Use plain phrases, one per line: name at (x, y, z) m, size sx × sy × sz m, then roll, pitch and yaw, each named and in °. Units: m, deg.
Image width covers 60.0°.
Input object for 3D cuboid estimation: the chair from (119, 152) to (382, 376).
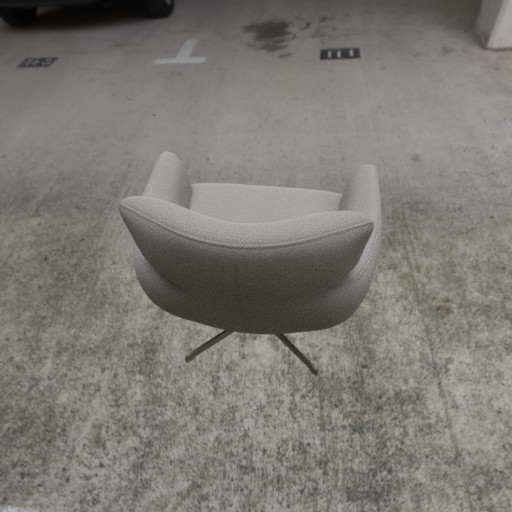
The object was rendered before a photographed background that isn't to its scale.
chair at (0.000, 0.000, 1.392) m, size 0.760 × 0.810 × 0.730 m, roll 5°, pitch 46°, yaw 5°
